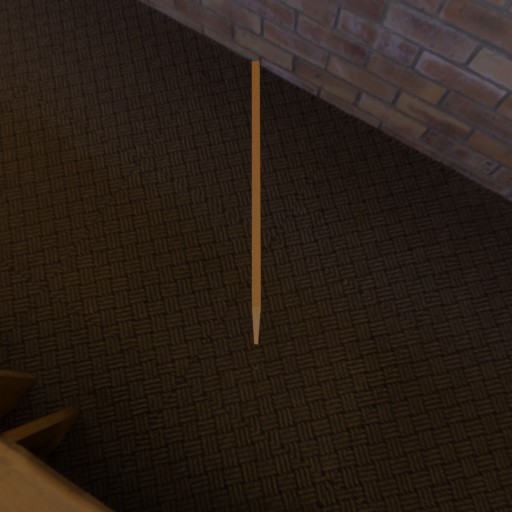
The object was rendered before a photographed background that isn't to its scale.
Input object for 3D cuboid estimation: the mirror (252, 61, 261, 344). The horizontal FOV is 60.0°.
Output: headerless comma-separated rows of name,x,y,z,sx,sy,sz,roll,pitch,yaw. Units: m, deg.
mirror,0.000,0.000,2.348,0.025,2.031,0.812,0,76,0
